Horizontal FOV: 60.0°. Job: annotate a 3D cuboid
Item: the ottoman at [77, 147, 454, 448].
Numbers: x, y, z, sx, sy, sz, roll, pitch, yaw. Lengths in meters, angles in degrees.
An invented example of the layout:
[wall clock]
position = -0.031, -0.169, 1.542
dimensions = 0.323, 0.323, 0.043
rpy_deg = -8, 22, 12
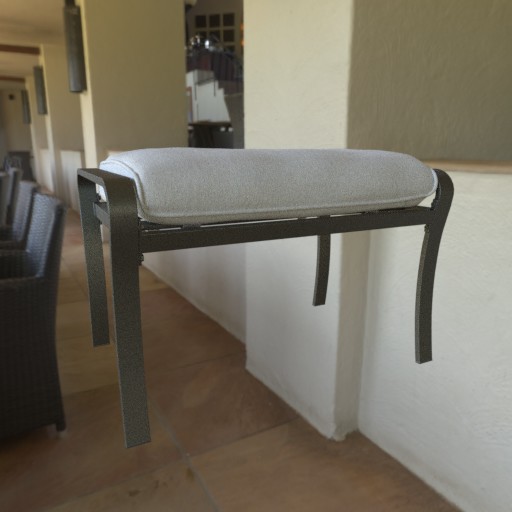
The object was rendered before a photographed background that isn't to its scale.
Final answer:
[ottoman]
position = 0.000, 0.000, 0.887
dimensions = 0.610, 0.422, 0.406
rpy_deg = -7, 15, -26
